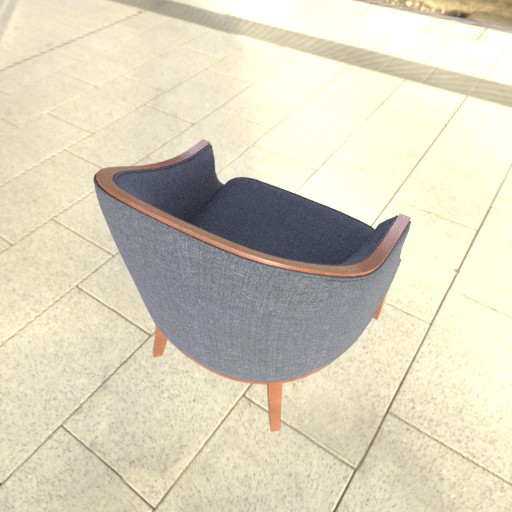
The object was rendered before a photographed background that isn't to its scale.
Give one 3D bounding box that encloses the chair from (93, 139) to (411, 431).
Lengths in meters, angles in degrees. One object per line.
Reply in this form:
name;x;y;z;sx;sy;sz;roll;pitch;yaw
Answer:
chair;0.000;0.000;1.432;0.803;0.876;0.735;25;52;21
